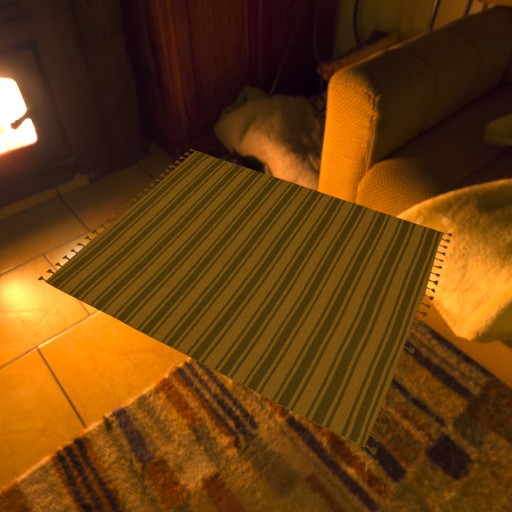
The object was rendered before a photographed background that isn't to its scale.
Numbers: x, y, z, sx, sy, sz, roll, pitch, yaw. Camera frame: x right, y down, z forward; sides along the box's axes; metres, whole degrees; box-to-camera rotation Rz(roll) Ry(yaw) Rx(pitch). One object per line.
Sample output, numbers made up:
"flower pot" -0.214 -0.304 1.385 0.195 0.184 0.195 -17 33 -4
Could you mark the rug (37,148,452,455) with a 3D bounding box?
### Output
"rug" 0.000 0.000 4.210 3.201 0.005 2.439 22 50 20
